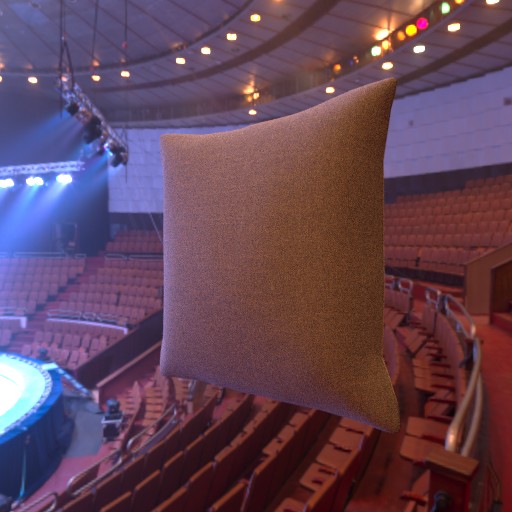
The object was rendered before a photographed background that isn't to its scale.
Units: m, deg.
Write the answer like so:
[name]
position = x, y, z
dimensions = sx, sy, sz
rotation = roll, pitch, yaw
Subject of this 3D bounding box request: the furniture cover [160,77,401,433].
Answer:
[furniture cover]
position = 0.000, 0.000, 0.781
dimensions = 0.512, 0.506, 0.178
rotation = 0, 0, 37
